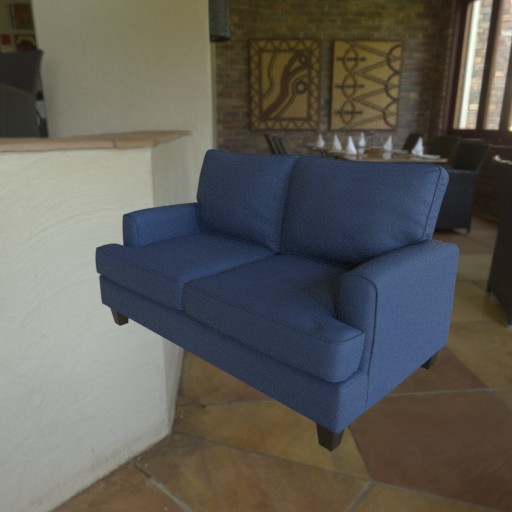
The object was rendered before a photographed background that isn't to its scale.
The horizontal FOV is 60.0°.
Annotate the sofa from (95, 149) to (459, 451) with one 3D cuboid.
[{"bbox_3d":[0.000,0.000,2.213,1.651,0.965,0.965,16,23,42],"label":"sofa"}]
